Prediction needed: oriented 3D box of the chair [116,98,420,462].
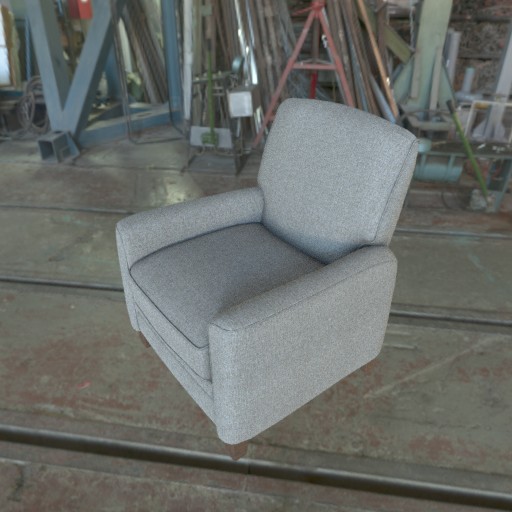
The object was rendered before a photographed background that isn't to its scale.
[{"bbox_3d":[0.000,0.000,1.691,0.864,1.014,0.848,-21,37,-31],"label":"chair"}]
